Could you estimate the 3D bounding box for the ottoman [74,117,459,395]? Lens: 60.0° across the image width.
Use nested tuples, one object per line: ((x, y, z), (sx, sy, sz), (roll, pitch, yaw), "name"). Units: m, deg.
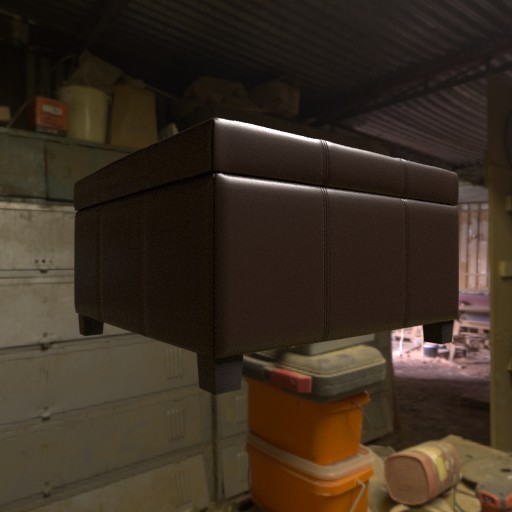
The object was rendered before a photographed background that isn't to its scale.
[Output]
((0.000, 0.000, 1.244), (0.788, 0.460, 0.787), (0, 0, -38), "ottoman")
